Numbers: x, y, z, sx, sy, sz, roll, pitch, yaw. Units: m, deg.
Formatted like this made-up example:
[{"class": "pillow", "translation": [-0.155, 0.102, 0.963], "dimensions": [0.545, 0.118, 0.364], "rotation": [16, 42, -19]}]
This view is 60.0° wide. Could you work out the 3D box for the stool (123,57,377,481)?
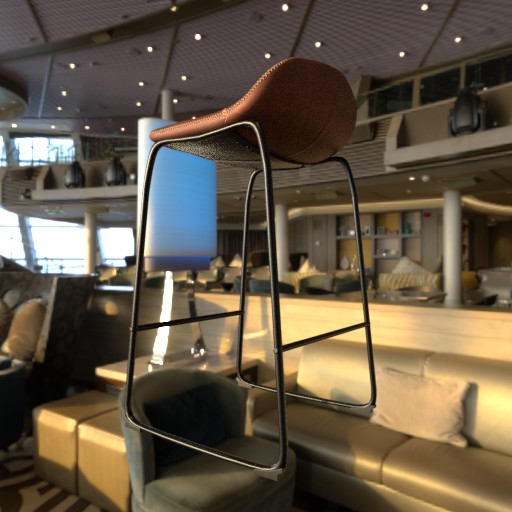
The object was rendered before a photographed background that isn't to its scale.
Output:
[{"class": "stool", "translation": [0.000, 0.000, 1.123], "dimensions": [0.473, 0.830, 0.454], "rotation": [0, -1, 37]}]
